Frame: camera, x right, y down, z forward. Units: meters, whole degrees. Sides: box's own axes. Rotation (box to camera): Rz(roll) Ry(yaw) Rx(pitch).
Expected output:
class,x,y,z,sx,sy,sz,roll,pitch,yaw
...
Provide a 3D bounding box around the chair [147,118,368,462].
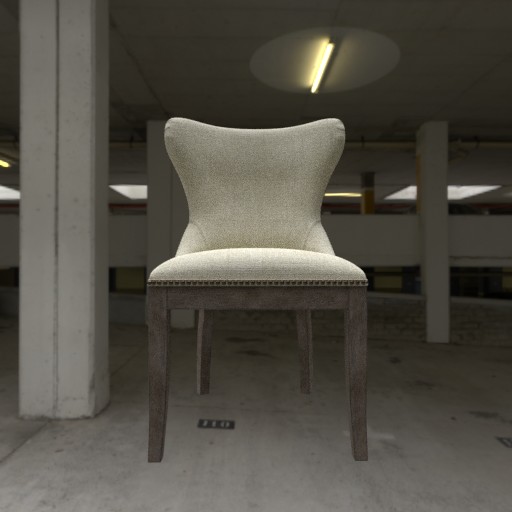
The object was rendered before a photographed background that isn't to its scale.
class,x,y,z,sx,sy,sz,roll,pitch,yaw
chair,0.000,0.000,1.412,0.654,1.002,0.681,0,0,-1
